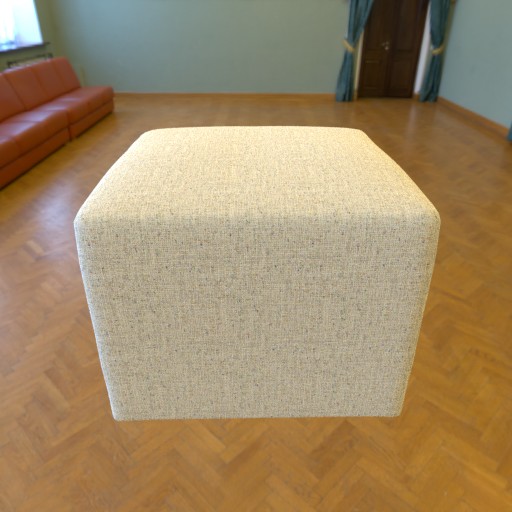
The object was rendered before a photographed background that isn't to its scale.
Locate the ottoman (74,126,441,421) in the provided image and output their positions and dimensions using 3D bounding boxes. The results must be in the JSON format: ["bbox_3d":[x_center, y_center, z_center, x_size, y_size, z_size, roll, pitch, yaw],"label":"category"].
[{"bbox_3d":[0.000,0.000,0.906,0.521,0.453,0.512,-1,29,-1],"label":"ottoman"}]
